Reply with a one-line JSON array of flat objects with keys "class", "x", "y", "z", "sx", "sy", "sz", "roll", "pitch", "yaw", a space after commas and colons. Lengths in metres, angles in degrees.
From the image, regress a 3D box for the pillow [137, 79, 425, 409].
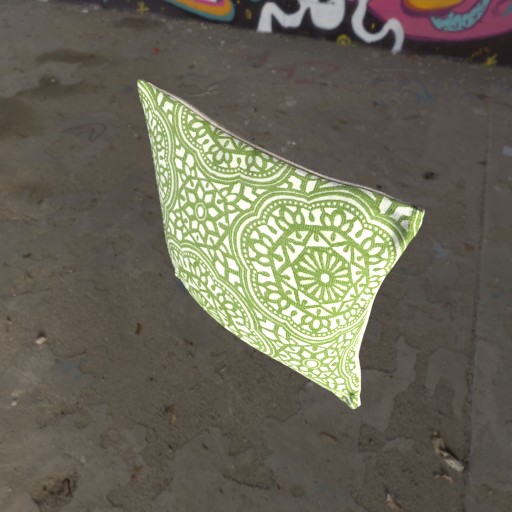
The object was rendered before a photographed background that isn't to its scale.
[{"class": "pillow", "x": 0.000, "y": 0.000, "z": 0.669, "sx": 0.440, "sy": 0.419, "sz": 0.162, "roll": 32, "pitch": 54, "yaw": 27}]
